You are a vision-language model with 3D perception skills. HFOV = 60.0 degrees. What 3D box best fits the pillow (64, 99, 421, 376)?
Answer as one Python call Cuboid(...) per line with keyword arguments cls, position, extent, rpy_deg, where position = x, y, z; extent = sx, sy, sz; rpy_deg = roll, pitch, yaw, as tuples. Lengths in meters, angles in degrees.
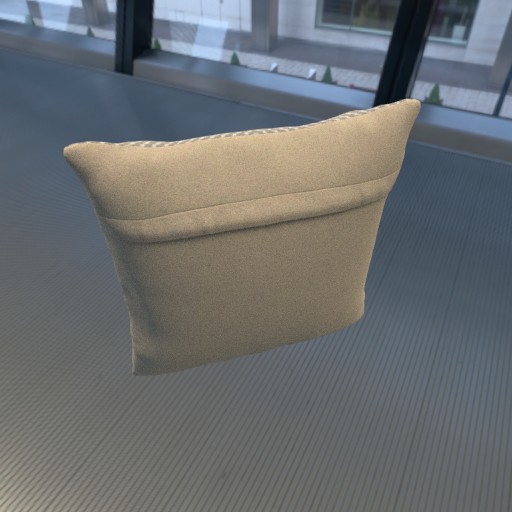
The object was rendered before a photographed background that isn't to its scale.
Cuboid(cls="pillow", position=(0.000, 0.000, 0.698), extent=(0.459, 0.458, 0.181), rpy_deg=(-12, 42, -13))
